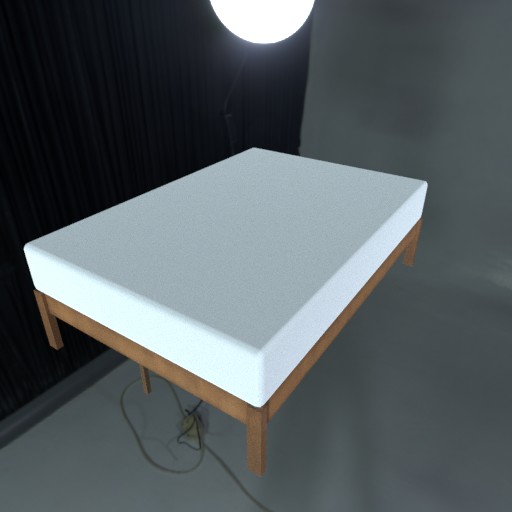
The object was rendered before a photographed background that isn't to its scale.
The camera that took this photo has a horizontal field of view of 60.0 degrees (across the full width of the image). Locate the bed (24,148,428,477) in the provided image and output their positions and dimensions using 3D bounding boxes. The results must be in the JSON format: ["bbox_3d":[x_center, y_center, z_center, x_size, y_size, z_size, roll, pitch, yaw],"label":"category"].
[{"bbox_3d":[0.000,0.000,2.576,1.348,0.616,1.927,19,35,29],"label":"bed"}]
